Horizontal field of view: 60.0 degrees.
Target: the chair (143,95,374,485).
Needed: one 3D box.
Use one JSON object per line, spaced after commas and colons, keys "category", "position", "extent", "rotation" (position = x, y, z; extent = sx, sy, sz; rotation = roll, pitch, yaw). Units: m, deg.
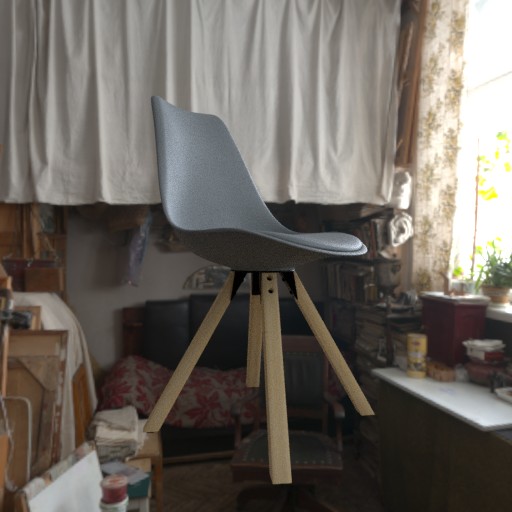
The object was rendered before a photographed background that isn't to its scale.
{"category": "chair", "position": [0.000, 0.000, 1.138], "extent": [0.549, 0.850, 0.485], "rotation": [1, 2, 37]}
